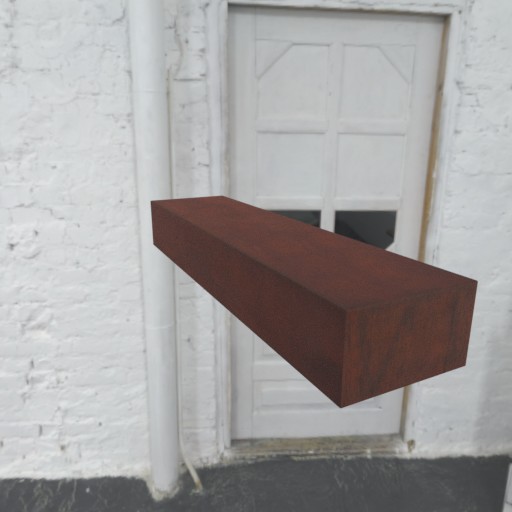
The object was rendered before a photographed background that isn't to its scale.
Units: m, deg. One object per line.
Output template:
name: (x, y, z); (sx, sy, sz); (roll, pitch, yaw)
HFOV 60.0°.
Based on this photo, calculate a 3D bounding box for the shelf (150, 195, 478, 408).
shelf: (0.000, 0.000, 0.648); (0.152, 0.088, 0.607); (-8, 18, -26)
